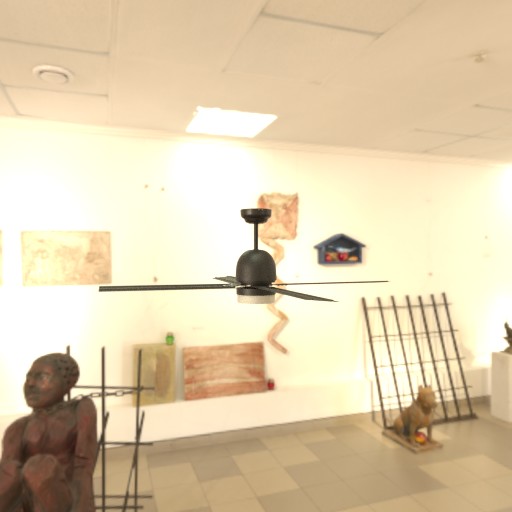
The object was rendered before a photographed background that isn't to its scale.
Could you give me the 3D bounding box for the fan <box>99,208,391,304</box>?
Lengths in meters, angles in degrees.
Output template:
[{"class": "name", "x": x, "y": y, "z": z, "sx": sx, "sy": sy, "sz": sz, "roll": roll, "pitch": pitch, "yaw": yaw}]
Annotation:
[{"class": "fan", "x": 0.000, "y": 0.000, "z": 1.969, "sx": 1.319, "sy": 0.410, "sz": 1.319, "roll": 0, "pitch": 1, "yaw": -19}]
